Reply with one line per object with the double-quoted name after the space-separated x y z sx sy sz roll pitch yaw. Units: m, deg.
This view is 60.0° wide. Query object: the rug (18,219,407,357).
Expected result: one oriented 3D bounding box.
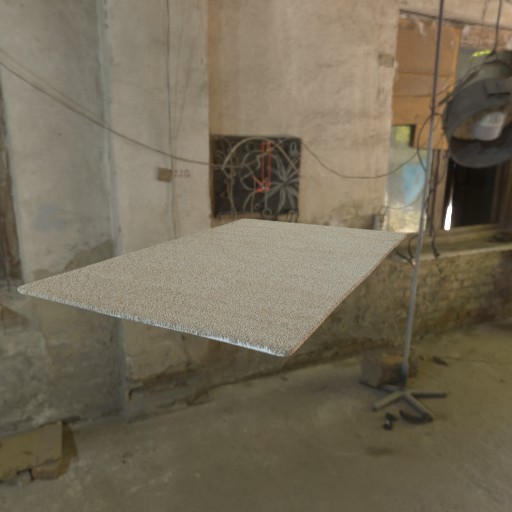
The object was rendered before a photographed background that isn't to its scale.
0.000 0.000 2.878 1.500 0.026 2.349 8 16 27 "rug"
